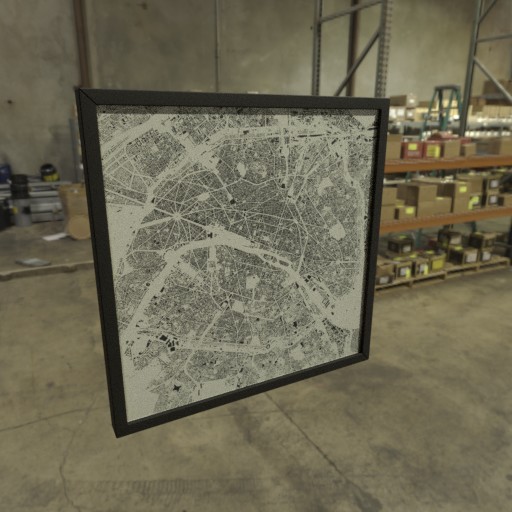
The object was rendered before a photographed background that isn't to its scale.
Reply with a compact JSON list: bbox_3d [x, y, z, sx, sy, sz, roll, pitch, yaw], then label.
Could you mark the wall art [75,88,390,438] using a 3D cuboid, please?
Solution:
[{"bbox_3d":[0.000,0.000,0.740,0.508,0.508,0.037,-9,19,-27],"label":"wall art"}]
